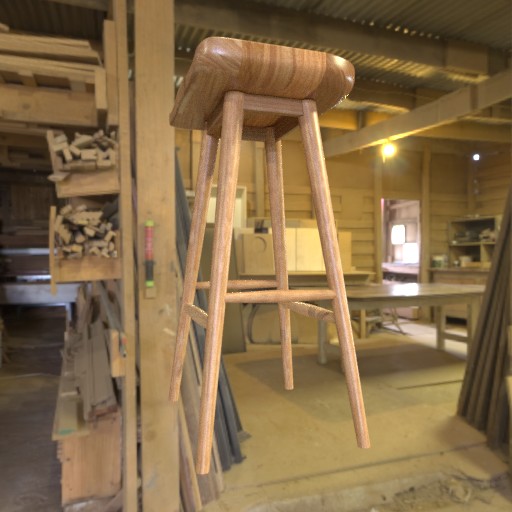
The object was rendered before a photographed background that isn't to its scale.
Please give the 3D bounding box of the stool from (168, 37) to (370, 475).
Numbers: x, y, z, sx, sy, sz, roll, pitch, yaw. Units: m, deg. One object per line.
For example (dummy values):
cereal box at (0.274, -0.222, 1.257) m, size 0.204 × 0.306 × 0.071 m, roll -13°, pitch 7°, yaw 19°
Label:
stool at (0.000, 0.000, 0.934) m, size 0.322 × 0.698 × 0.407 m, roll 0°, pitch 1°, yaw -18°
